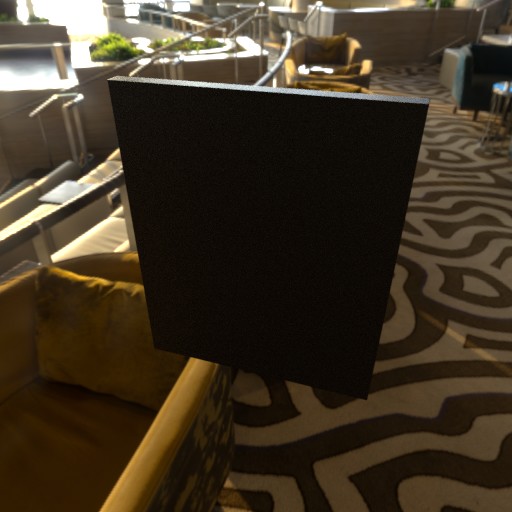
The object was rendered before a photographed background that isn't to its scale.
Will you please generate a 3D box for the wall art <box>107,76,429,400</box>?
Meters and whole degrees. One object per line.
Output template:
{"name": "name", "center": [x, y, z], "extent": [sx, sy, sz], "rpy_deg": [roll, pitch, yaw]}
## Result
{"name": "wall art", "center": [0.000, 0.000, 0.768], "extent": [0.457, 0.557, 0.028], "rpy_deg": [10, 35, 15]}
